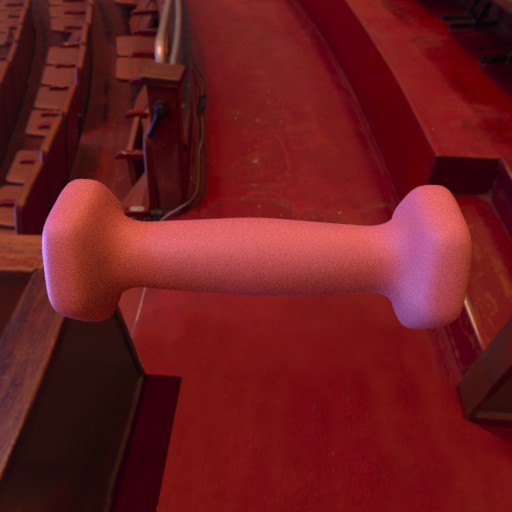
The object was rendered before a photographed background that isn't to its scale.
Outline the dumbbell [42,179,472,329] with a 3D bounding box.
[{"bbox_3d":[0.000,0.000,0.141,0.123,0.043,0.047,1,46,1],"label":"dumbbell"}]
